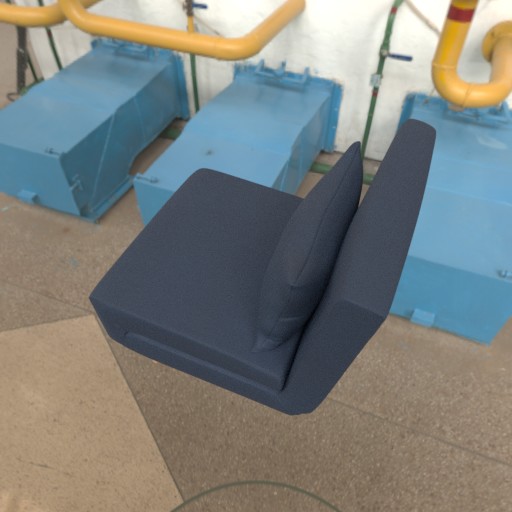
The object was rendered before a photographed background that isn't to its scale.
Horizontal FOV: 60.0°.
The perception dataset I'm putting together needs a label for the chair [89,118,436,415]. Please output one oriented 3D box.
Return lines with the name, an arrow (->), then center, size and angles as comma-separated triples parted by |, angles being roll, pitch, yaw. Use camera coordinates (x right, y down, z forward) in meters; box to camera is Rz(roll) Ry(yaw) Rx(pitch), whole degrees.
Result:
chair -> 0.000, 0.000, 1.506 | 0.900, 0.808, 0.770 | 17, 50, 15
